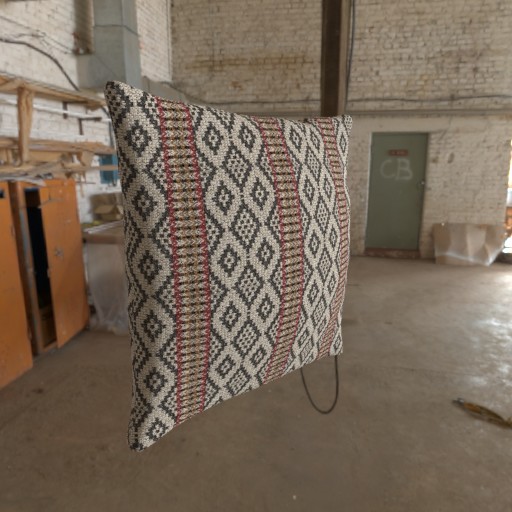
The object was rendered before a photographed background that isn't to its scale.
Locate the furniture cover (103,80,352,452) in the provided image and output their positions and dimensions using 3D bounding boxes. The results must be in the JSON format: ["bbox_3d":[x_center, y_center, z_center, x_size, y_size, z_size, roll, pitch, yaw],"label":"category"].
[{"bbox_3d":[0.000,0.000,0.757,0.503,0.506,0.182,-11,16,-42],"label":"furniture cover"}]
